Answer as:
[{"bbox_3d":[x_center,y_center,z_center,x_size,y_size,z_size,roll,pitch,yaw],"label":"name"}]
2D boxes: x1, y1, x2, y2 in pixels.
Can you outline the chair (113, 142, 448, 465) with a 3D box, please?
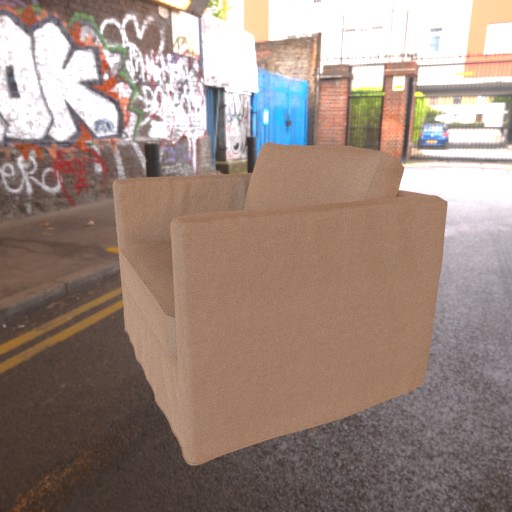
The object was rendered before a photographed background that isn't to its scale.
[{"bbox_3d":[0.000,0.000,1.775,0.949,0.867,1.057,-8,18,-25],"label":"chair"}]
